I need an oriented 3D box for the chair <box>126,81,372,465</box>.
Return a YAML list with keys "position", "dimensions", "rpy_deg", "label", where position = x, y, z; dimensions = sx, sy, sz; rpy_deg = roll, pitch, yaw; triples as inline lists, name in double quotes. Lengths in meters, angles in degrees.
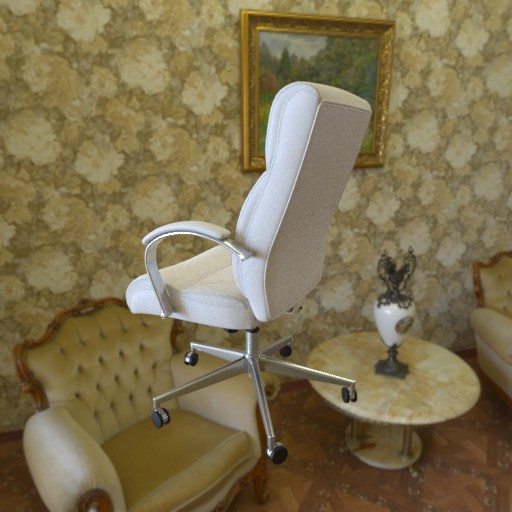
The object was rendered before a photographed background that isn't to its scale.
- position: [0.000, 0.000, 1.590]
  dimensions: [0.745, 1.099, 0.727]
  rpy_deg: [7, 16, 26]
  label: "chair"
